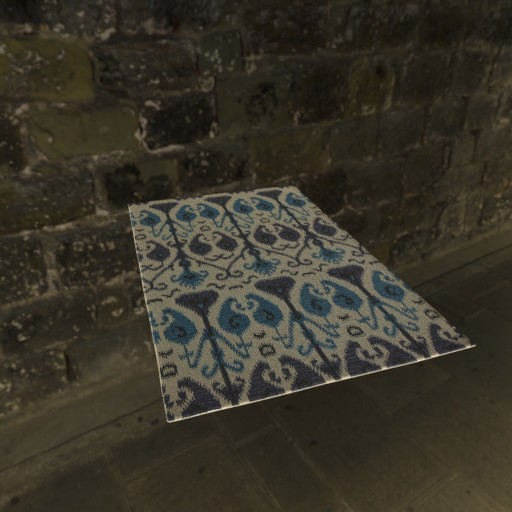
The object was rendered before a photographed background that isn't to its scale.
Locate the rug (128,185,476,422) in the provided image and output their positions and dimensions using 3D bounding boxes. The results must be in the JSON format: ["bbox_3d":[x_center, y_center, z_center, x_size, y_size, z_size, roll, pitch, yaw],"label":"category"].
[{"bbox_3d":[0.000,0.000,2.102,1.072,0.013,1.698,-9,30,-16],"label":"rug"}]
